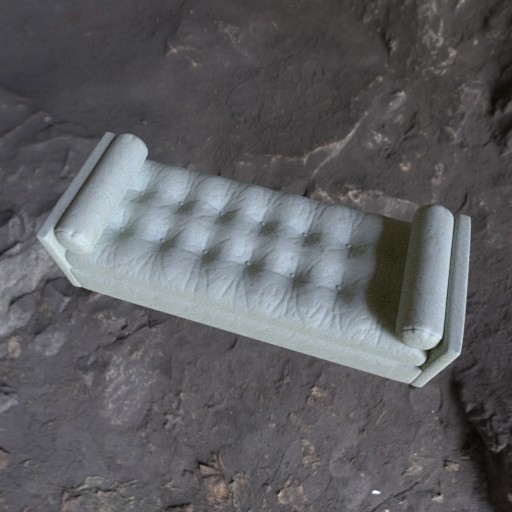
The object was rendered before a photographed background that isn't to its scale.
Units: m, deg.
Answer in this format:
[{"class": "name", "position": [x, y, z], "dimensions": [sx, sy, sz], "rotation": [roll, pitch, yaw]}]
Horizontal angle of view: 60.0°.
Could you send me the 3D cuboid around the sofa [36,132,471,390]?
[{"class": "sofa", "position": [0.000, 0.000, 2.492], "dimensions": [2.102, 0.705, 0.796], "rotation": [15, 60, 9]}]
